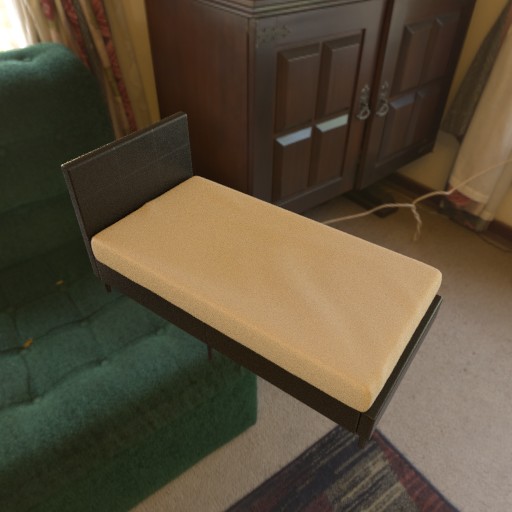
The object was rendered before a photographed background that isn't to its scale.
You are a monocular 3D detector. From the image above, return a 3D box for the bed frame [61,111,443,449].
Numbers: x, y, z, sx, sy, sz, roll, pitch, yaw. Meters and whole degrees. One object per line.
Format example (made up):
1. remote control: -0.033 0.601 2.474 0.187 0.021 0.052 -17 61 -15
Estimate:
1. bed frame: 0.000 0.000 2.618 2.152 1.046 1.038 25 46 27
